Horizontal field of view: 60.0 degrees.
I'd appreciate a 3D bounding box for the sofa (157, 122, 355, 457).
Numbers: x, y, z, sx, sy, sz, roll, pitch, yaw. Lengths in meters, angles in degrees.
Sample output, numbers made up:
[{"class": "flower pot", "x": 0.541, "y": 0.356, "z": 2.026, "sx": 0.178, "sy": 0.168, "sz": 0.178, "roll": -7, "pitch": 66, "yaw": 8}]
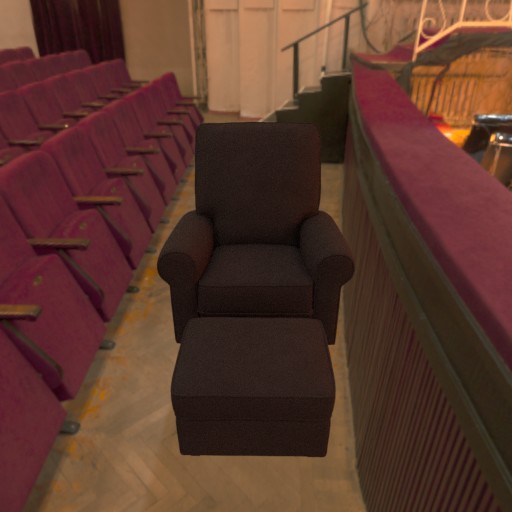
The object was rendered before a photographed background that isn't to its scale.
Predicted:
[{"class": "sofa", "x": 0.000, "y": 0.000, "z": 2.032, "sx": 0.880, "sy": 0.959, "sz": 1.478, "roll": 0, "pitch": 28, "yaw": 1}]
